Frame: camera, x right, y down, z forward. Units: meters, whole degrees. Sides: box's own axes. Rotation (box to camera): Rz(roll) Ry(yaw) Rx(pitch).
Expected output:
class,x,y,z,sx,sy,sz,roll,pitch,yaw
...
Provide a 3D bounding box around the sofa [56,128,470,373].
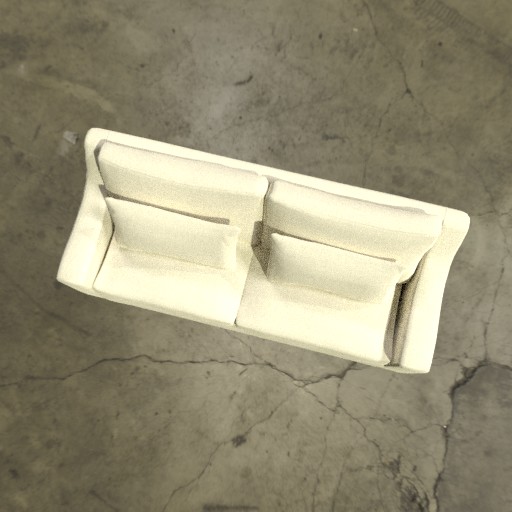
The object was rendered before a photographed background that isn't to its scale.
class,x,y,z,sx,sy,sz,roll,pitch,yaw
sofa,0.000,0.000,2.992,2.470,1.022,1.009,14,76,3
